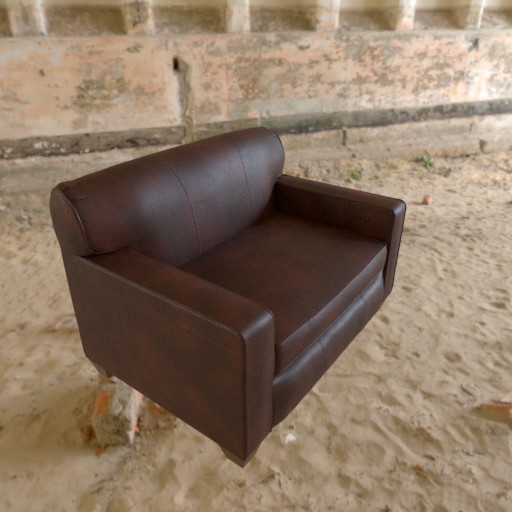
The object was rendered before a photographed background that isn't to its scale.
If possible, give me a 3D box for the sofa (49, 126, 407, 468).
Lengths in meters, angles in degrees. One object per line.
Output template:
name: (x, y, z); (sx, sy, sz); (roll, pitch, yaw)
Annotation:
sofa: (0.000, 0.000, 2.104); (1.000, 0.956, 1.413); (19, 33, 32)
